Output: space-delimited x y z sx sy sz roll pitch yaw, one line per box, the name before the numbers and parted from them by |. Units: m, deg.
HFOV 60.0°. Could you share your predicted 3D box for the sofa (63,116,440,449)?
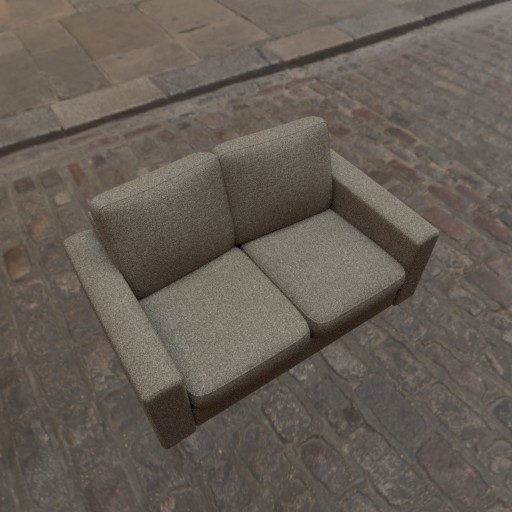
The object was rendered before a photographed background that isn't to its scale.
sofa | 0.000 0.000 2.268 1.616 0.873 1.016 -26 53 -22
